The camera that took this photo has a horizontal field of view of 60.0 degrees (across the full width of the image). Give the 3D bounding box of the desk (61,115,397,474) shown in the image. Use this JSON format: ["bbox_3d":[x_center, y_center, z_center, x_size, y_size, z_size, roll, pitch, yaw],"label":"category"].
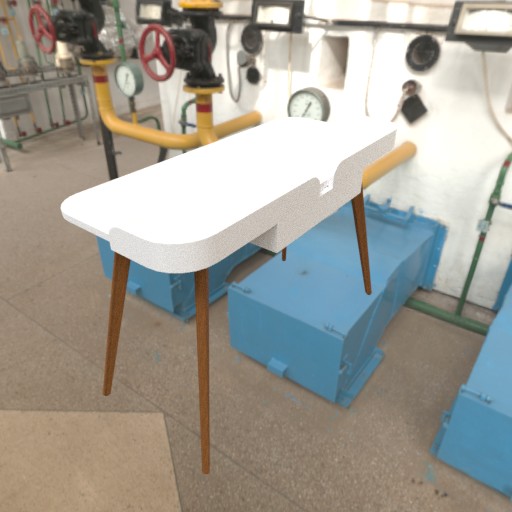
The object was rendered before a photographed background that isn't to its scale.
[{"bbox_3d":[0.000,0.000,1.649,0.534,0.807,1.206,22,38,31],"label":"desk"}]
